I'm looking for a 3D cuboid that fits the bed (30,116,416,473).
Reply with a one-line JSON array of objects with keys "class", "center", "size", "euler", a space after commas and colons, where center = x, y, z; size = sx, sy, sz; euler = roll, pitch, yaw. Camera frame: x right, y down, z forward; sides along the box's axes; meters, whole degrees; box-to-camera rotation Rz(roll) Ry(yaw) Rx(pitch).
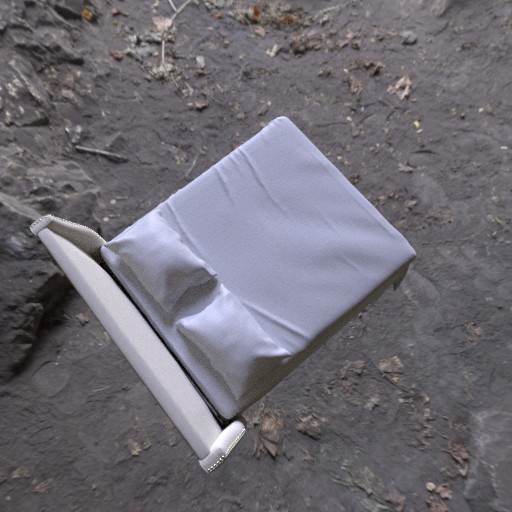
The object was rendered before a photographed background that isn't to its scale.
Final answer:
[{"class": "bed", "center": [0.000, 0.000, 3.476], "size": [2.276, 1.332, 1.925], "euler": [-38, 78, -10]}]
